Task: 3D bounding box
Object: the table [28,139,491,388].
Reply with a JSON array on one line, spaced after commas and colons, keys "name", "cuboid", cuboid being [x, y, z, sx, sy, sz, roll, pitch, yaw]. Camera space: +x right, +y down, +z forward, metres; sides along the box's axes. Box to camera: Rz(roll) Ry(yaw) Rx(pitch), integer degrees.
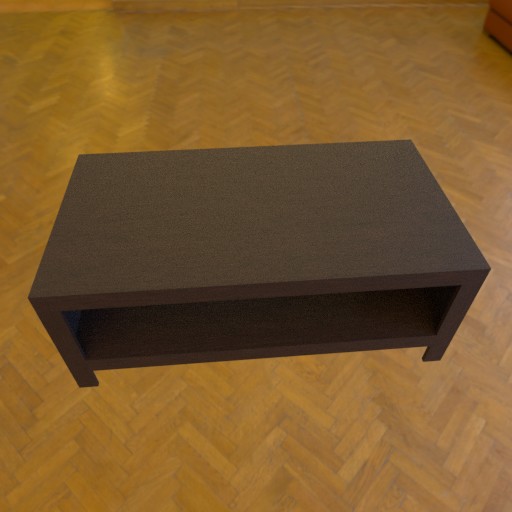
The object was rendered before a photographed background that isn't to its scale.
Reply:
[{"name": "table", "cuboid": [0.000, 0.000, 1.406, 1.099, 0.424, 0.597, -3, 46, -3]}]
